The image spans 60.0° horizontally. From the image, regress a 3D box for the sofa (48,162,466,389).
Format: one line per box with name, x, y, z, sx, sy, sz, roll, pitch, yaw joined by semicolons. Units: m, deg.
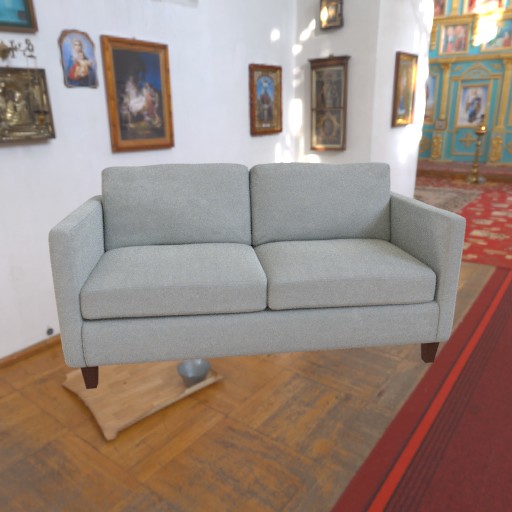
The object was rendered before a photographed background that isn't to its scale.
sofa;0.000;0.000;2.432;1.884;0.963;0.950;-2;17;-8
